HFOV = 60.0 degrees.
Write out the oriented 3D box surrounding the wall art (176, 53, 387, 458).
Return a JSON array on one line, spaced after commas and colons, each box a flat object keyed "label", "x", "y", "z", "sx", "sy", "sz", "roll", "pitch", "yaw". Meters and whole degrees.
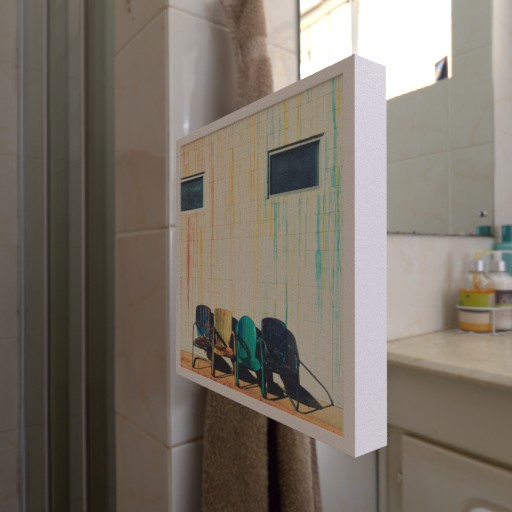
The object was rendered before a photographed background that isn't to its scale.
[{"label": "wall art", "x": 0.000, "y": 0.000, "z": 0.468, "sx": 0.038, "sy": 0.305, "sz": 0.305, "roll": 0, "pitch": 0, "yaw": -36}]
